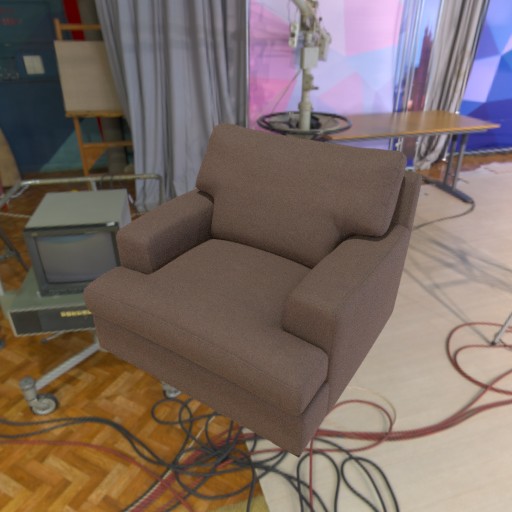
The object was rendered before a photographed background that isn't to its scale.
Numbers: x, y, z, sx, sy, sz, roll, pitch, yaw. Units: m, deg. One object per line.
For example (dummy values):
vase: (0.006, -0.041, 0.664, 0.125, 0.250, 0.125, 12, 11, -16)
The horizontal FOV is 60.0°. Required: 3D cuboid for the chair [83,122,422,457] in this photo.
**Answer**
chair: (0.000, 0.000, 2.042, 1.168, 0.940, 1.143, 18, 35, 28)
